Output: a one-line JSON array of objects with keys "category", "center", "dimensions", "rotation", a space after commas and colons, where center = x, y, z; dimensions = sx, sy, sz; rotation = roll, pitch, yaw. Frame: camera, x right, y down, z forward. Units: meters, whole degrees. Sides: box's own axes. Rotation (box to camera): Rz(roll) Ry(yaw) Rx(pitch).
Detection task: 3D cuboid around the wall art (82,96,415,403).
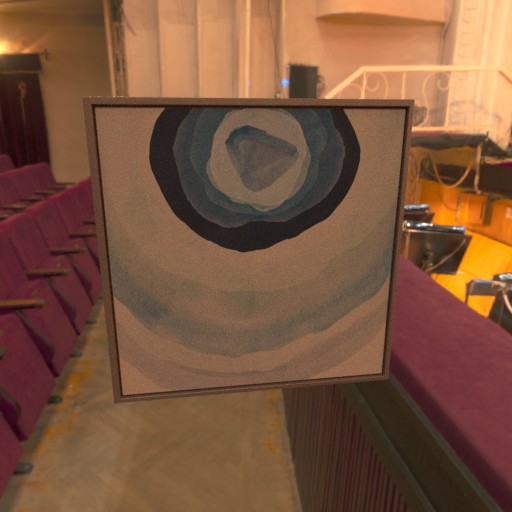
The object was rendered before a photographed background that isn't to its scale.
[{"category": "wall art", "center": [0.000, 0.000, 0.520], "dimensions": [0.349, 0.349, 0.028], "rotation": [-2, 17, -8]}]
